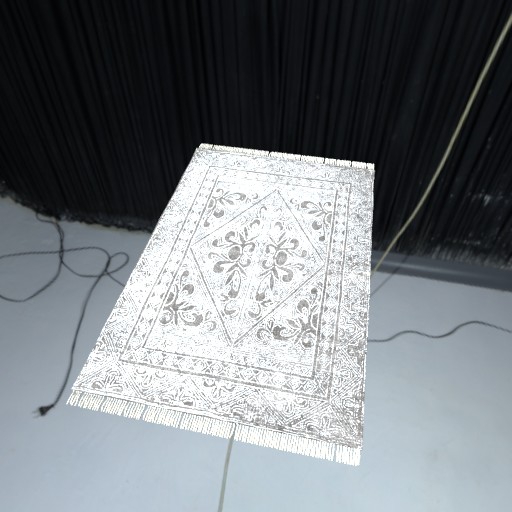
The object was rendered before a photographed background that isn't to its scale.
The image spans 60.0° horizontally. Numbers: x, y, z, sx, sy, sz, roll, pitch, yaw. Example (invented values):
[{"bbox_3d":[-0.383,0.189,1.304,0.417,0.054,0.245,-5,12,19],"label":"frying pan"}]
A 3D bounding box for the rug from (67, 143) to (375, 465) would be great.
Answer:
[{"bbox_3d":[0.000,0.000,2.999,1.529,0.010,2.440,9,48,8],"label":"rug"}]
